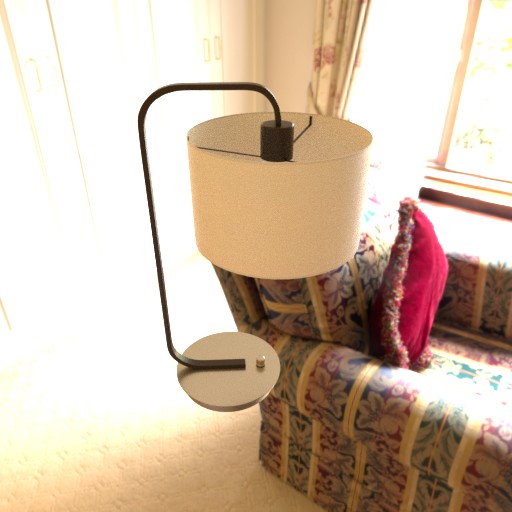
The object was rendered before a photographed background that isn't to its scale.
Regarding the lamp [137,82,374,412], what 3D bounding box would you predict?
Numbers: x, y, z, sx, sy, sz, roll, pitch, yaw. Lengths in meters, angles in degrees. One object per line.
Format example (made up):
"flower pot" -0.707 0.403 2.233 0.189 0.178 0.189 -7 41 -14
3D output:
"lamp" 0.000 0.000 0.642 0.288 0.473 0.230 -1 31 -2
